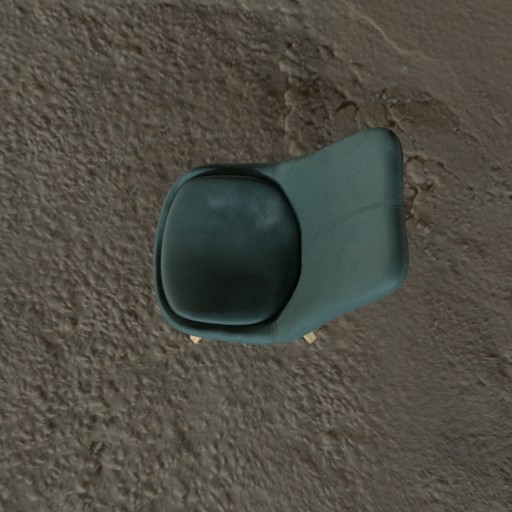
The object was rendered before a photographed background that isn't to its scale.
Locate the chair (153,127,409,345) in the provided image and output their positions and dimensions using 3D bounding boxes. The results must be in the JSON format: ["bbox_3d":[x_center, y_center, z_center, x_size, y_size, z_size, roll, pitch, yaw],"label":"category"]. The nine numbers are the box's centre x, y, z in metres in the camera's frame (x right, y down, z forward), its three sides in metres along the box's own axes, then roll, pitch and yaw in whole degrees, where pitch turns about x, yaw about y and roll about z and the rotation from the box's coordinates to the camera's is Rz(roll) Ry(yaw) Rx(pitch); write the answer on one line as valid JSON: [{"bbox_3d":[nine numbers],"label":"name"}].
[{"bbox_3d":[0.000,0.000,1.211,0.547,0.865,0.483,2,76,0],"label":"chair"}]
